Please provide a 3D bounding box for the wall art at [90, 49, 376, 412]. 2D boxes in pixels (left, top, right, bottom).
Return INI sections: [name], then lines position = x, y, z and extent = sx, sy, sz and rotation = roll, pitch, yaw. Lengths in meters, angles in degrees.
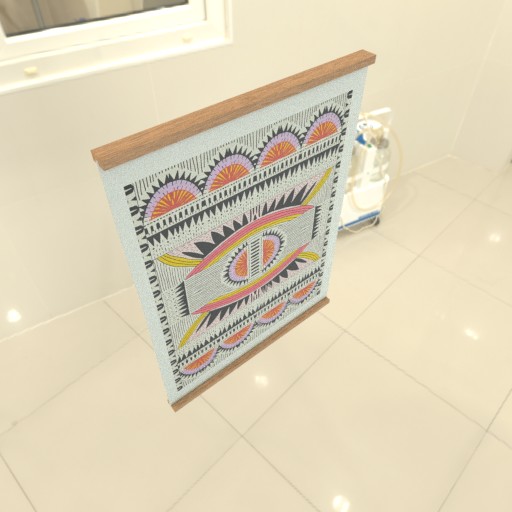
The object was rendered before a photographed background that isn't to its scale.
[wall art]
position = 0.000, 0.000, 0.803
extent = 0.456, 0.609, 0.028
rotation = -30, 53, -26
